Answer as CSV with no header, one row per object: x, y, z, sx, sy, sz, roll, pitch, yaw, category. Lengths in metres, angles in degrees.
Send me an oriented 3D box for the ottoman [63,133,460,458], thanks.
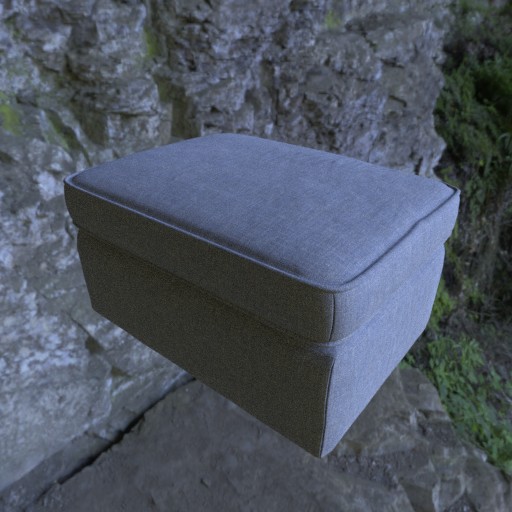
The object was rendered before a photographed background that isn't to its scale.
0.000,0.000,1.081,0.762,0.457,0.559,22,36,33,ottoman
